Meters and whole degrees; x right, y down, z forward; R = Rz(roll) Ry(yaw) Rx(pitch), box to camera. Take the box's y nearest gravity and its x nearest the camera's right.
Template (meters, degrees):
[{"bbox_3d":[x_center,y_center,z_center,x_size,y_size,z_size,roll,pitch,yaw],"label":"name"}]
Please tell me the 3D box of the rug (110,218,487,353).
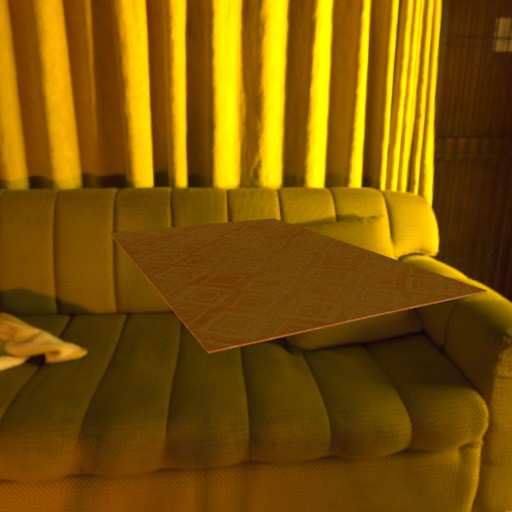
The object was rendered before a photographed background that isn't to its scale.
[{"bbox_3d":[0.000,0.000,2.349,1.213,0.010,1.829,-7,17,-25],"label":"rug"}]
